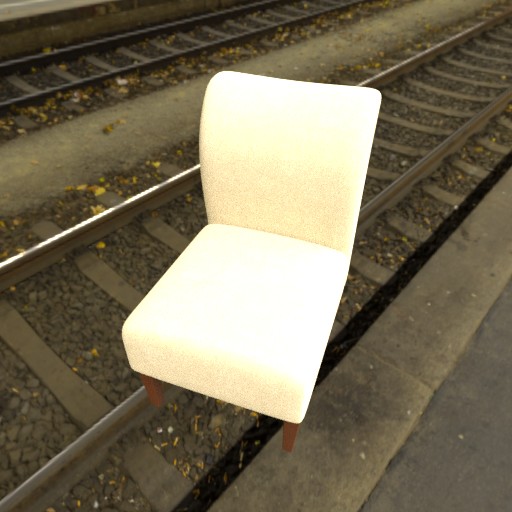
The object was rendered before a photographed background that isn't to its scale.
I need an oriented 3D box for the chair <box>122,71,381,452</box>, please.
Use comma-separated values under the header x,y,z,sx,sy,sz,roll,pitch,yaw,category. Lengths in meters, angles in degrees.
x,y,z,sx,sy,sz,roll,pitch,yaw,category
0.000,0.000,1.344,0.521,0.833,0.754,13,42,15,chair
